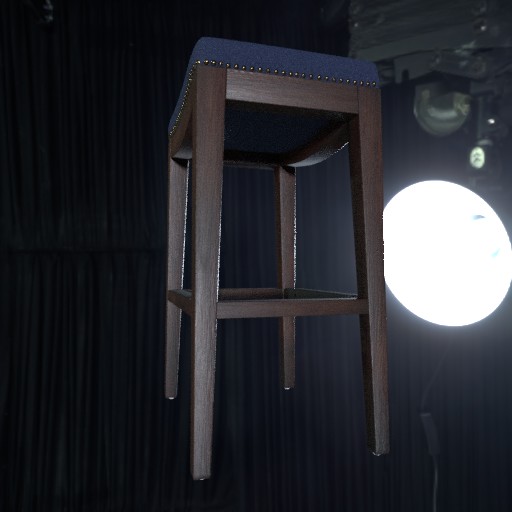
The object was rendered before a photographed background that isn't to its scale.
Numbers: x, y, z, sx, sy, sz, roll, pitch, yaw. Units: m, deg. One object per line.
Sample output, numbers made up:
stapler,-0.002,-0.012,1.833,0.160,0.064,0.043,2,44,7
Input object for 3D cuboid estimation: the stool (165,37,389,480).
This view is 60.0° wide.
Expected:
stool,0.000,0.000,1.002,0.358,0.740,0.498,1,-2,-17
